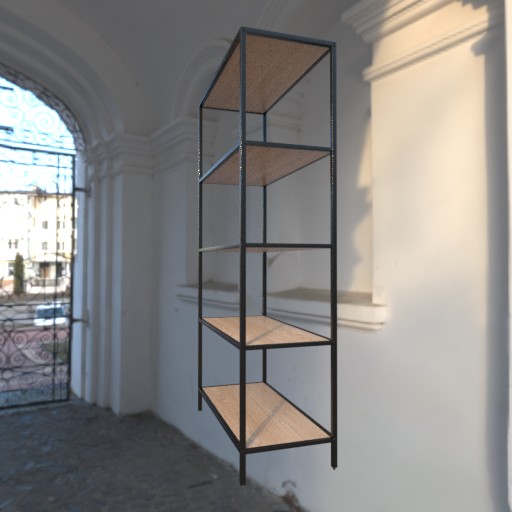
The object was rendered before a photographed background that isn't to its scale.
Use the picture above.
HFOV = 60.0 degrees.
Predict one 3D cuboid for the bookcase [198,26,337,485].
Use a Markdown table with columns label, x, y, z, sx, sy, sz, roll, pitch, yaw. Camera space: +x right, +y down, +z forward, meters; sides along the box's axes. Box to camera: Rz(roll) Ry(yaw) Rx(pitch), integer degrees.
| label | x | y | z | sx | sy | sz | roll | pitch | yaw |
| --- | --- | --- | --- | --- | --- | --- | --- | --- | --- |
| bookcase | 0.000 | 0.000 | 1.865 | 0.350 | 1.500 | 0.770 | 0 | -1 | -18 |
